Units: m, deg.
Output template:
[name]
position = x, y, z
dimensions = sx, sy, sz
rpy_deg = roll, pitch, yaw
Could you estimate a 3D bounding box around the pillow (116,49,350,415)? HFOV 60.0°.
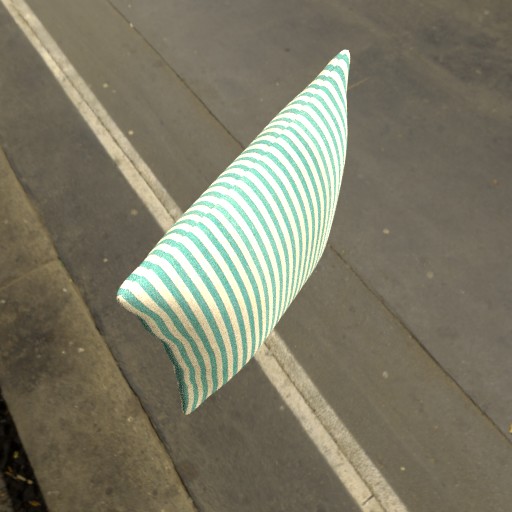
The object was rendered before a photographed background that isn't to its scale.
[pillow]
position = 0.000, 0.000, 0.788
dimensions = 0.166, 0.510, 0.523
rpy_deg = 30, 63, 17
